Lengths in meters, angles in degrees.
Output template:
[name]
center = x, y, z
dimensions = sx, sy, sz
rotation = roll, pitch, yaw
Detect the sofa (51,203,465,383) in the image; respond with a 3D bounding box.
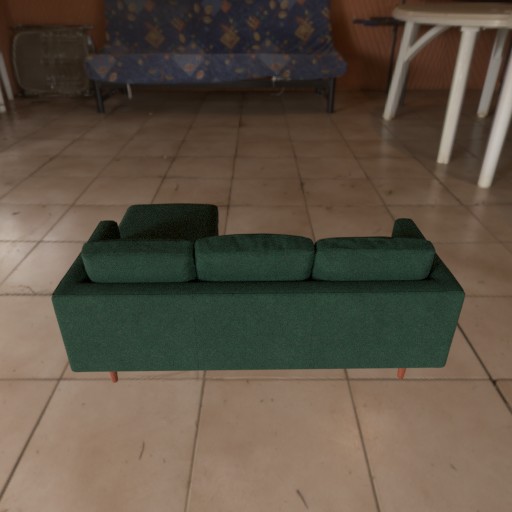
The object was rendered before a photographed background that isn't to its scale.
[sofa]
center = 0.000, 0.000, 2.941
dimensions = 2.030, 0.899, 1.580
rotation = 0, 30, -1
